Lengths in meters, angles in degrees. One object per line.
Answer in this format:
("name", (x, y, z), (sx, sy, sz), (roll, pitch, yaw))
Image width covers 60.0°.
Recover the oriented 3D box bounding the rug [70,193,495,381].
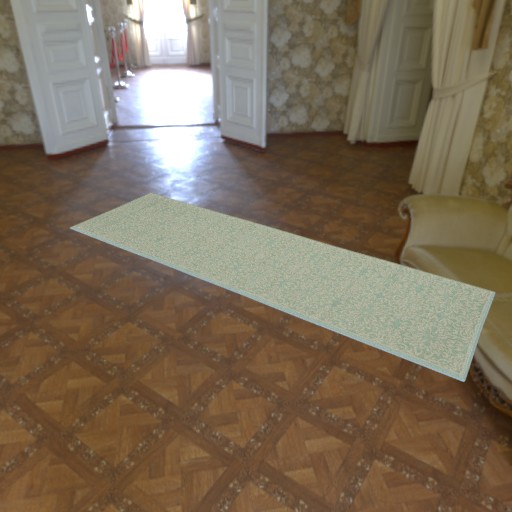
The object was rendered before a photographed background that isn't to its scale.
("rug", (0.000, 0.000, 2.320), (2.196, 0.011, 0.662), (18, 35, 29))
